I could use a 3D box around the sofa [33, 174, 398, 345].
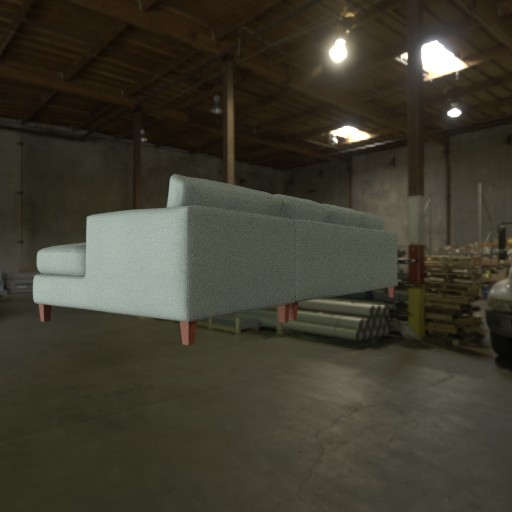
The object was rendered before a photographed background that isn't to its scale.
[{"bbox_3d":[0.000,0.000,4.161,1.604,0.950,3.471,0,0,36],"label":"sofa"}]
